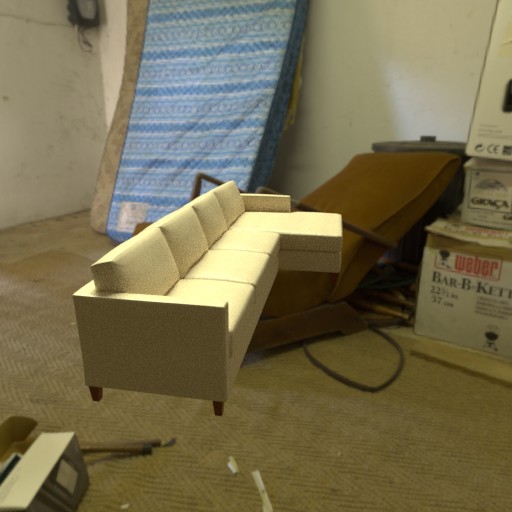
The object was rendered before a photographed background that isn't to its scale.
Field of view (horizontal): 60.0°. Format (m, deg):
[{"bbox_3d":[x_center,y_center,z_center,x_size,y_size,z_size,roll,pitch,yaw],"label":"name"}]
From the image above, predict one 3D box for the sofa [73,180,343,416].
[{"bbox_3d":[0.000,0.000,4.132,1.603,0.954,3.471,3,18,10],"label":"sofa"}]
